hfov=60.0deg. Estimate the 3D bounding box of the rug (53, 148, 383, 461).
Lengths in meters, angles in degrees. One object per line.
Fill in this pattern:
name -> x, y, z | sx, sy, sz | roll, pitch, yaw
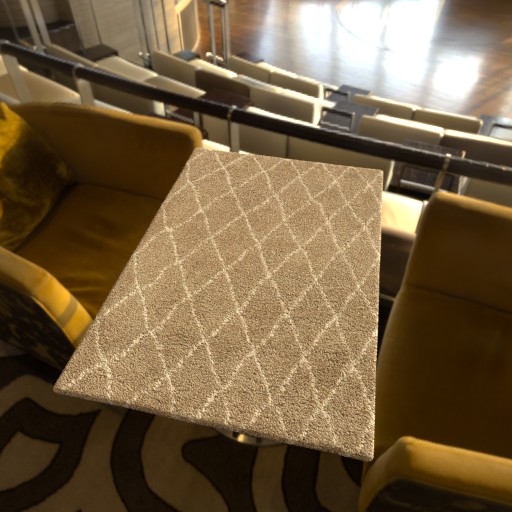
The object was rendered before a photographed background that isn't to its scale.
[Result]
rug -> 0.000, 0.000, 2.228 | 1.219, 0.030, 1.778 | 9, 46, 9
